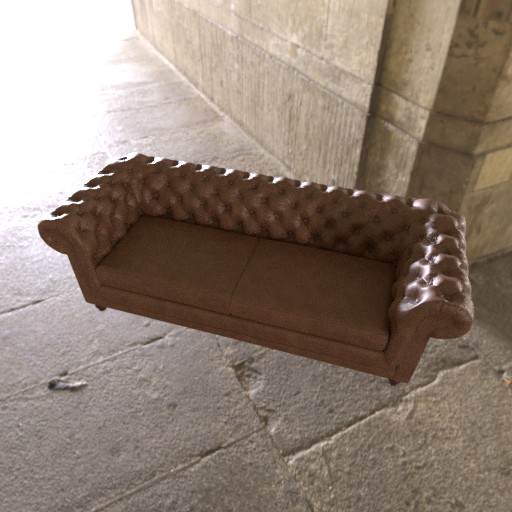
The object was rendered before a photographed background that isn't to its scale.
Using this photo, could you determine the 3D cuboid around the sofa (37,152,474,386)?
[{"bbox_3d":[0.000,0.000,2.800,2.385,0.783,0.944,12,42,13],"label":"sofa"}]
